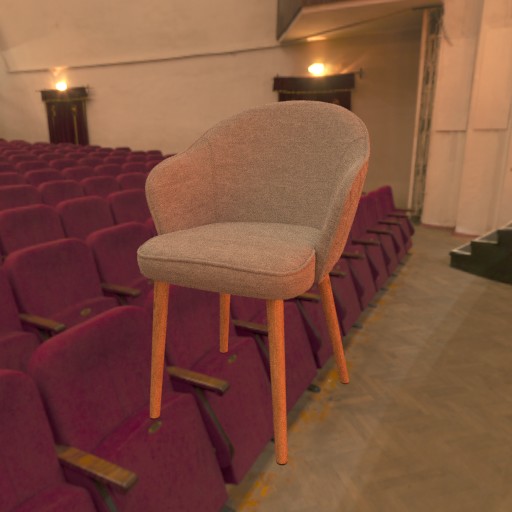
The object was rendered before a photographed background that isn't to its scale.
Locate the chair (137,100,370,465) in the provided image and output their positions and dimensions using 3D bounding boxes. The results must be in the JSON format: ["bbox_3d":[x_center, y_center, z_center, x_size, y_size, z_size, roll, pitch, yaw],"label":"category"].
[{"bbox_3d":[0.000,0.000,1.156,0.540,0.800,0.530,8,17,26],"label":"chair"}]
